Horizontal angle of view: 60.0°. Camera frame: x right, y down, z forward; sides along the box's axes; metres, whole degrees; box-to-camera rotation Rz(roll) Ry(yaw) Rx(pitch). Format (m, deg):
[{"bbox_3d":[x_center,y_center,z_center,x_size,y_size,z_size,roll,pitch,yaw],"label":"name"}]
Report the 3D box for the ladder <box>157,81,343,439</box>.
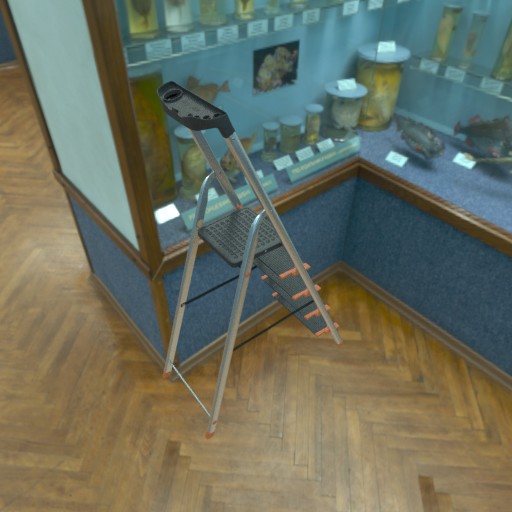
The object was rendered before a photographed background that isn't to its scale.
[{"bbox_3d":[0.000,0.000,2.086,0.995,1.646,0.480,-27,48,-27],"label":"ladder"}]
